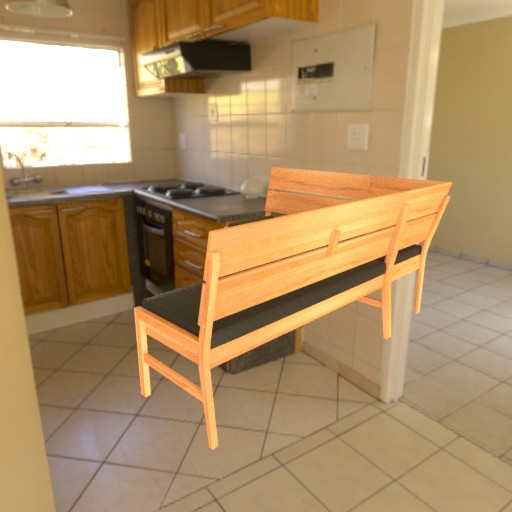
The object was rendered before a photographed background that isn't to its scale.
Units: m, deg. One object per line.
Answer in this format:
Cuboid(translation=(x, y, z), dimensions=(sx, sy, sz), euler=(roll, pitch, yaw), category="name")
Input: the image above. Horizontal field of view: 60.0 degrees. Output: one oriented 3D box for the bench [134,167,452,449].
Cuboid(translation=(0.000, 0.000, 2.786), dimensions=(1.948, 0.890, 1.548), euler=(-16, 22, -42), category="bench")
